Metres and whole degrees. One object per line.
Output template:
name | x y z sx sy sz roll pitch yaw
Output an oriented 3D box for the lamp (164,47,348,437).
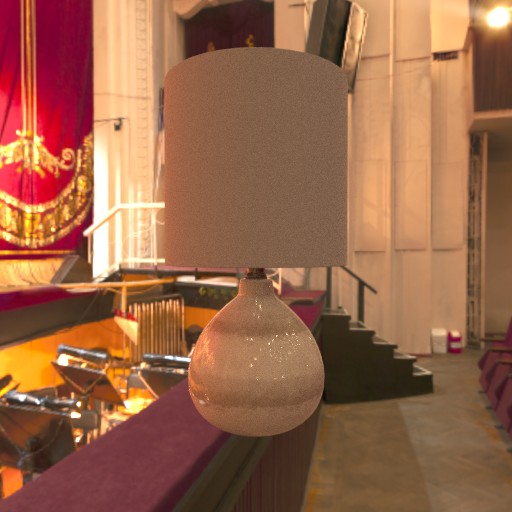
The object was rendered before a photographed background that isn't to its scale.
lamp | 0.000 0.000 0.536 0.217 0.404 0.217 0 1 19
